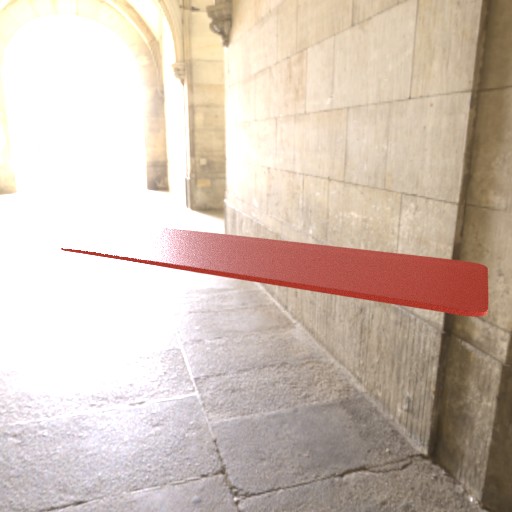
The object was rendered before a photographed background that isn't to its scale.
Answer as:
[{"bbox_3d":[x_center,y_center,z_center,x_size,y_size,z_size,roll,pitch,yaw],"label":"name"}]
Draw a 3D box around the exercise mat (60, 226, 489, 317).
[{"bbox_3d":[0.000,0.000,1.996,1.869,0.021,0.616,8,17,26],"label":"exercise mat"}]
